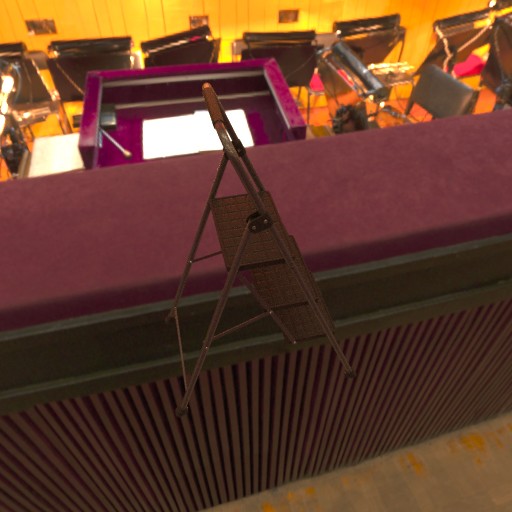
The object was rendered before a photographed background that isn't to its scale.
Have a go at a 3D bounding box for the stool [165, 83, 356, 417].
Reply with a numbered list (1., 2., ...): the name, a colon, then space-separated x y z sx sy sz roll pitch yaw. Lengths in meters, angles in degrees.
1. stool: 0.000 0.000 1.484 0.733 1.121 0.473 -10 47 -9
